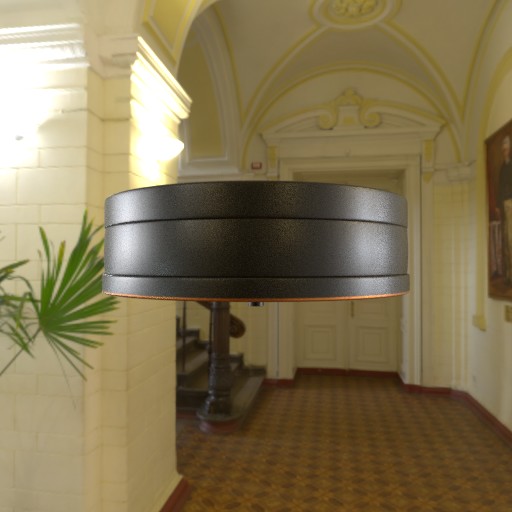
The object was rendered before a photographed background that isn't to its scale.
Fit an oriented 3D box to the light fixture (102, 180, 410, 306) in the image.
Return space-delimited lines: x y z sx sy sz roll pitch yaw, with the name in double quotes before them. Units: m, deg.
"light fixture" 0.000 0.000 0.432 0.283 0.097 0.283 0 -1 0
